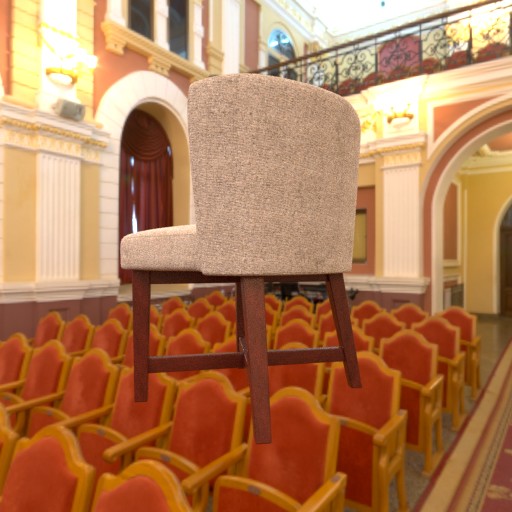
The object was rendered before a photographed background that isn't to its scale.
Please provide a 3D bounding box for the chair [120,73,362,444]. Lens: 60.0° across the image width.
[{"bbox_3d":[0.000,0.000,1.313,0.575,0.827,0.728,0,-1,35],"label":"chair"}]
